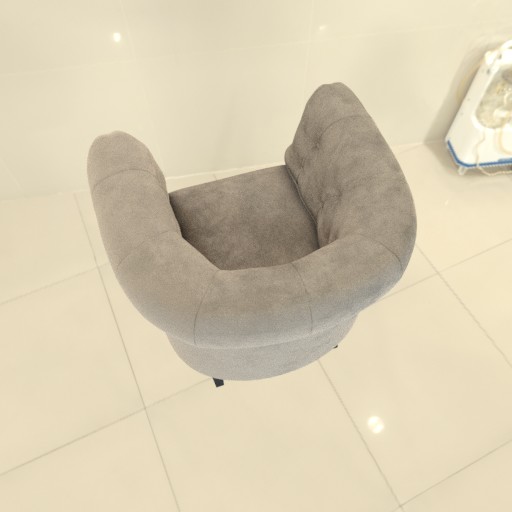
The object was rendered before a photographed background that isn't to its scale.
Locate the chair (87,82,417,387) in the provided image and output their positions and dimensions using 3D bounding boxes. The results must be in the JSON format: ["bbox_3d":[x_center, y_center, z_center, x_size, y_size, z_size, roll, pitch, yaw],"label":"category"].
[{"bbox_3d":[0.000,0.000,1.556,0.904,0.826,0.851,-16,60,-10],"label":"chair"}]
